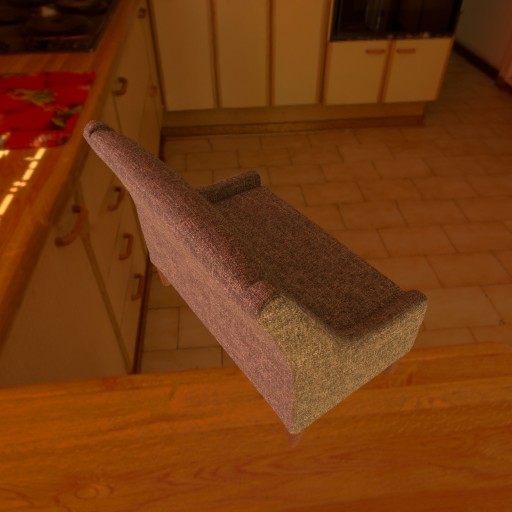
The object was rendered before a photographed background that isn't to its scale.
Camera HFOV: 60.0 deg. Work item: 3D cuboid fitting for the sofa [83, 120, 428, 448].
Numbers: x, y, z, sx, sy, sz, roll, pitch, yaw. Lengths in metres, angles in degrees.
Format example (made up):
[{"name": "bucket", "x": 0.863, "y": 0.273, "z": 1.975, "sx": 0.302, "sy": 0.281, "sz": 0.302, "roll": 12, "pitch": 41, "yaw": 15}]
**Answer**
[{"name": "sofa", "x": 0.000, "y": 0.000, "z": 1.932, "sx": 0.870, "sy": 1.021, "sz": 1.242, "roll": -26, "pitch": 48, "yaw": -26}]
